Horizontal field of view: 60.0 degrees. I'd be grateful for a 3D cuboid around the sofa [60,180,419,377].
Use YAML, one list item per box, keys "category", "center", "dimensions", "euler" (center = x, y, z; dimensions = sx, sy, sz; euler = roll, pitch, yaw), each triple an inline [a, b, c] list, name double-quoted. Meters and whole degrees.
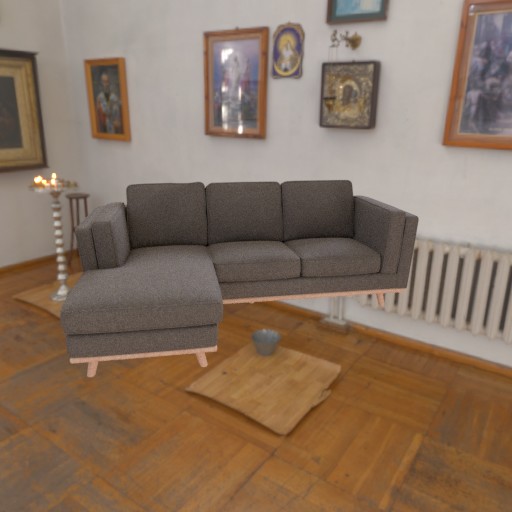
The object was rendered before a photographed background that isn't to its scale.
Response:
- category: "sofa"
  center: [0.000, 0.000, 3.205]
  dimensions: [2.411, 0.929, 1.604]
  euler: [-3, 17, -9]
